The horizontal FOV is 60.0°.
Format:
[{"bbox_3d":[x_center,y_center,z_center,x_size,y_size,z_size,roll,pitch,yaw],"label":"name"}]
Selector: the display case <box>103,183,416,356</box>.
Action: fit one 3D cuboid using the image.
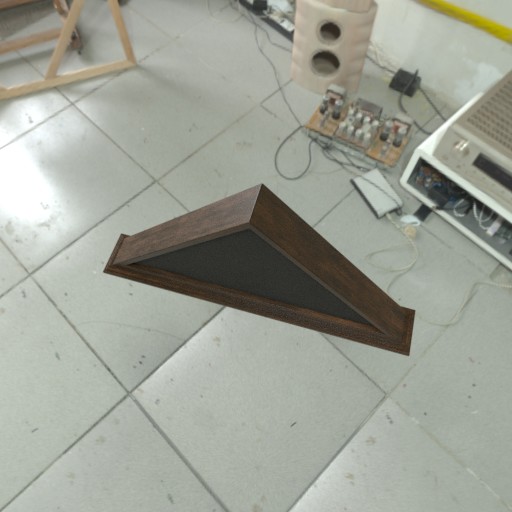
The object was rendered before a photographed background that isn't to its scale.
[{"bbox_3d":[0.000,0.000,0.761,0.640,0.340,0.095,14,65,7],"label":"display case"}]
